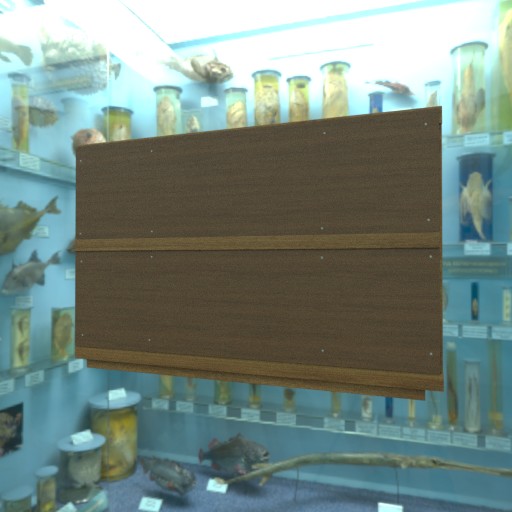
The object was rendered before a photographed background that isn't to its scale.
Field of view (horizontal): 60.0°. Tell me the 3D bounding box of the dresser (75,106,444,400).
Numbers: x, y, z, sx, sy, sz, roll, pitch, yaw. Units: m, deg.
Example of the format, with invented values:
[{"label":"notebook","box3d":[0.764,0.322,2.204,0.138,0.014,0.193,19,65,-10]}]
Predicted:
[{"label":"dresser","box3d":[0.000,0.000,1.652,1.261,0.825,0.479,0,-1,20]}]
